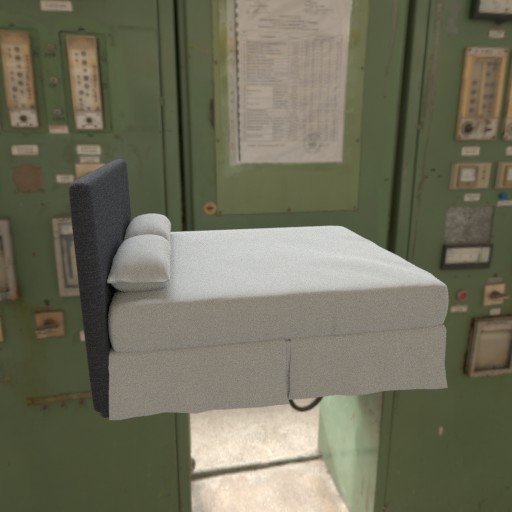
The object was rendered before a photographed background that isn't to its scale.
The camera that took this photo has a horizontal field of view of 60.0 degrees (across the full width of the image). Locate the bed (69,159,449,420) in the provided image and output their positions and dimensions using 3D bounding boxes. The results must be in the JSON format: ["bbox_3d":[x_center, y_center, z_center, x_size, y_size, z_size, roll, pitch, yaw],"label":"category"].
[{"bbox_3d":[0.000,0.000,3.264,2.142,1.330,1.884,-3,16,-10],"label":"bed"}]
